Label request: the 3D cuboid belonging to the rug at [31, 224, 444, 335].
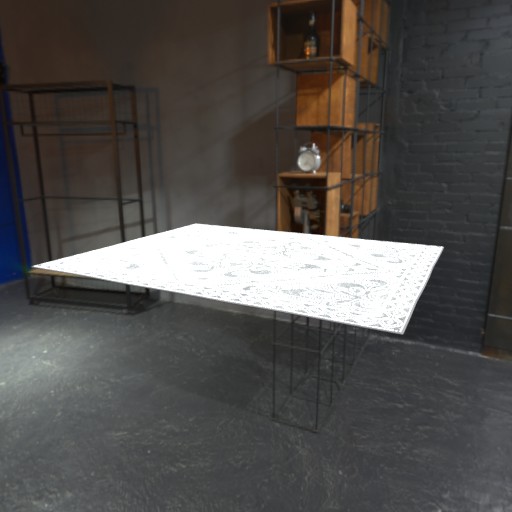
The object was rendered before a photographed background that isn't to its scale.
[{"bbox_3d":[0.000,0.000,4.111,3.048,0.012,2.438,7,16,27],"label":"rug"}]
